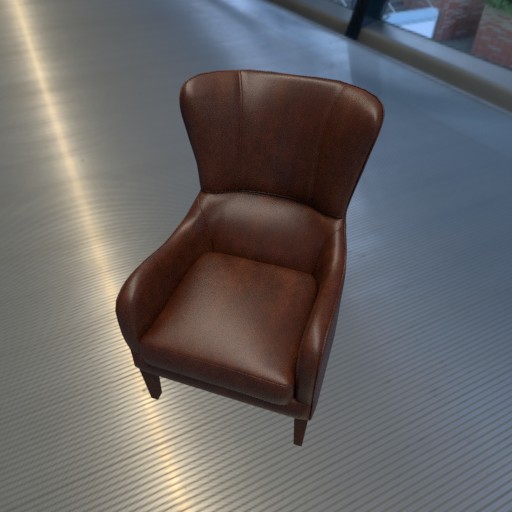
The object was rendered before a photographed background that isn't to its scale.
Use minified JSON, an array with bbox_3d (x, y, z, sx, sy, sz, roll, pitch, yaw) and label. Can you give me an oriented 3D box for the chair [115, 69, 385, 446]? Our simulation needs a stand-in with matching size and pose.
[{"bbox_3d":[0.000,0.000,1.636,0.692,1.048,0.914,13,44,14],"label":"chair"}]
